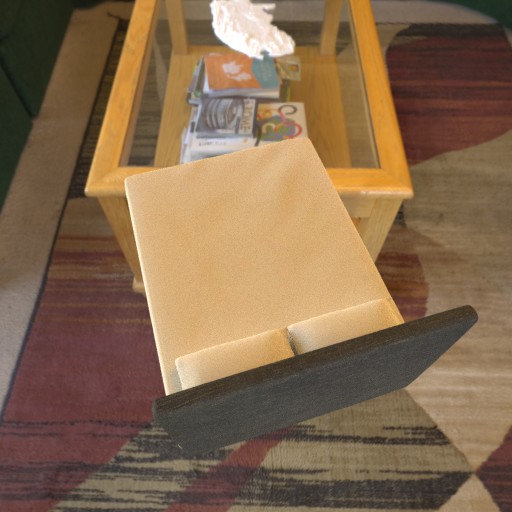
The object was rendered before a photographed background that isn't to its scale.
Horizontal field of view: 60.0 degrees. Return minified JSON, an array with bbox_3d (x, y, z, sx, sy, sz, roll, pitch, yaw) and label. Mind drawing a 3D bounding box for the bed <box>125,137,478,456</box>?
[{"bbox_3d":[0.000,0.000,3.142,1.723,1.330,2.142,-15,60,-9],"label":"bed"}]
